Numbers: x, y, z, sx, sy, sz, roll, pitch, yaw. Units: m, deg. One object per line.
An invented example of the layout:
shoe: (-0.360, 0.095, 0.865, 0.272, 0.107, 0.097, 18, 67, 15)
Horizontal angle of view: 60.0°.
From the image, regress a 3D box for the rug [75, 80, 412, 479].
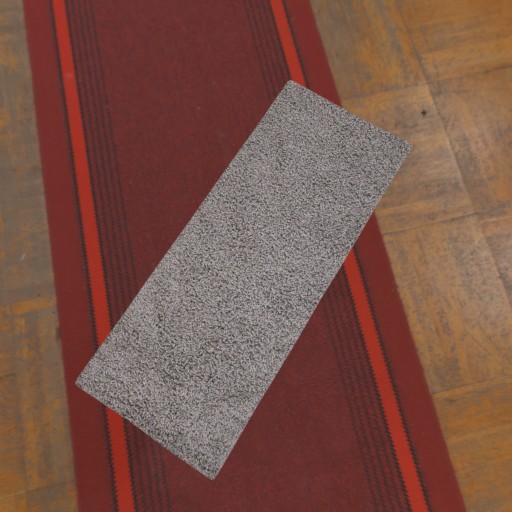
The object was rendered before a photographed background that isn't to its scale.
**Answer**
rug: (0.000, 0.000, 1.746, 0.609, 0.030, 1.524, 31, 77, 8)
